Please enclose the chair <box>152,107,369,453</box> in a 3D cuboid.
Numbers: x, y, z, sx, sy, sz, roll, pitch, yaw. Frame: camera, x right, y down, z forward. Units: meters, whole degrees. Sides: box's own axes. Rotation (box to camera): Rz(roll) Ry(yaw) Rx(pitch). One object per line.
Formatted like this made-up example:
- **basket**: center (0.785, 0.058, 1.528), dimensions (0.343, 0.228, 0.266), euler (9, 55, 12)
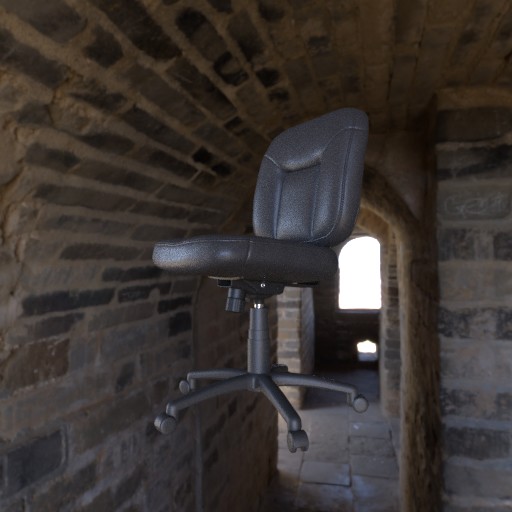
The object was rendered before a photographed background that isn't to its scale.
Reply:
- **chair**: center (0.000, 0.000, 1.374), dimensions (0.646, 0.959, 0.647), euler (1, -1, -35)
